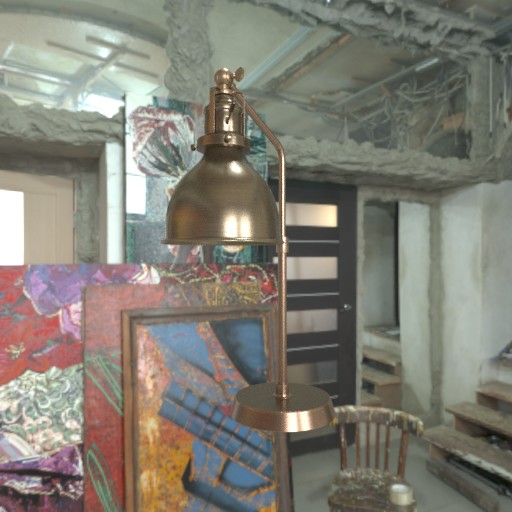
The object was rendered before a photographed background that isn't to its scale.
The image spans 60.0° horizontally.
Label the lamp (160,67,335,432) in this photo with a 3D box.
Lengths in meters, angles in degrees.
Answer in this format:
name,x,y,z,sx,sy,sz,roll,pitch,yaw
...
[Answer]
name,x,y,z,sx,sy,sz,roll,pitch,yaw
lamp,0.000,0.000,0.595,0.153,0.456,0.286,0,0,36
